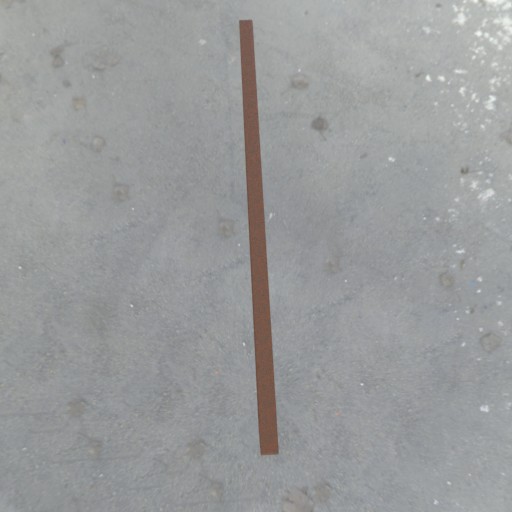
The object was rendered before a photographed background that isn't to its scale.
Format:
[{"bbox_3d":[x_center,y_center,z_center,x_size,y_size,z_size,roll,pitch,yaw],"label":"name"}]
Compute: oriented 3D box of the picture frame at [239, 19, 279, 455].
[{"bbox_3d":[0.000,0.000,1.762,0.045,1.018,1.329,-3,73,-1],"label":"picture frame"}]
